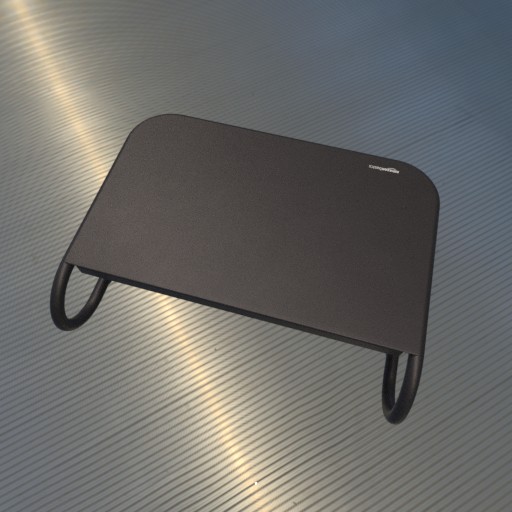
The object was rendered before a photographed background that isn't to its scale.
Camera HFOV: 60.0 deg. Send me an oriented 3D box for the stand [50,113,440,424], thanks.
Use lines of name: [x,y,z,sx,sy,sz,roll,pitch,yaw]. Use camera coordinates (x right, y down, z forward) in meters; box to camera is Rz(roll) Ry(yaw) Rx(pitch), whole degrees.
stand: [0.000,0.000,0.511,0.370,0.108,0.280,14,64,7]
